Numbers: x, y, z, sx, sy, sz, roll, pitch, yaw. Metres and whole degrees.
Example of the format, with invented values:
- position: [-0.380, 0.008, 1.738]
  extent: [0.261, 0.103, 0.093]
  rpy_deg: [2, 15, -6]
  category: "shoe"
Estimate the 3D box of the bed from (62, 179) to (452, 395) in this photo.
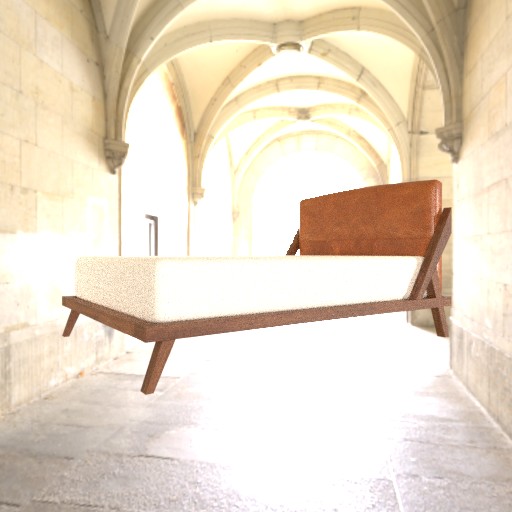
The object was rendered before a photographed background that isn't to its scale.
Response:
- position: [0.000, 0.000, 3.229]
  extent: [2.311, 1.168, 1.651]
  rpy_deg: [0, 1, -35]
  category: "bed"
